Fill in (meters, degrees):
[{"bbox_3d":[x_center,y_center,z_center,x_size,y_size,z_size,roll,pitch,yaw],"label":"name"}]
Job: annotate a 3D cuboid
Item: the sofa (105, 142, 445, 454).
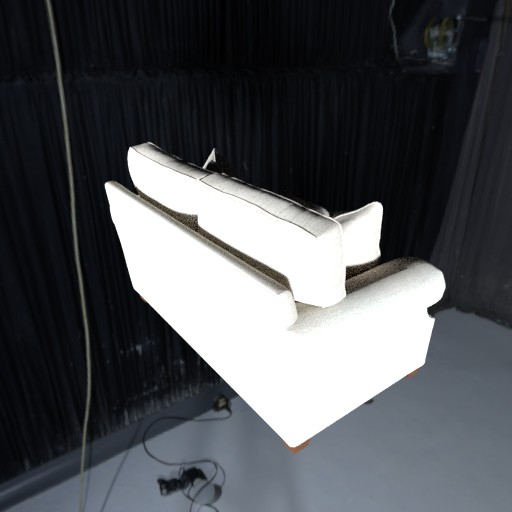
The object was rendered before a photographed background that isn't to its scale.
[{"bbox_3d":[0.000,0.000,2.288,0.966,0.966,1.701,-18,31,-32],"label":"sofa"}]
